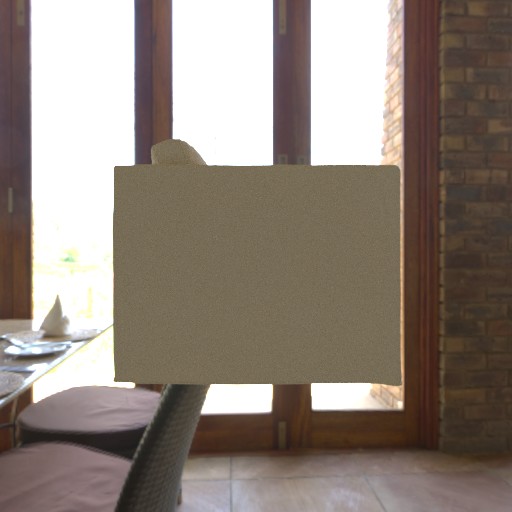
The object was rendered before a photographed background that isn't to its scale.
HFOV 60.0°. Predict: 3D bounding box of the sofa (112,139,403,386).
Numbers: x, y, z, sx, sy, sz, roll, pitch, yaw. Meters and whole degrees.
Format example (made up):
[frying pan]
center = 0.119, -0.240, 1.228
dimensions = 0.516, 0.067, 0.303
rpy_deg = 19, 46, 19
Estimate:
[sofa]
center = 0.000, 0.000, 2.281
dimensions = 0.962, 0.834, 1.746
rpy_deg = 0, 0, 0
